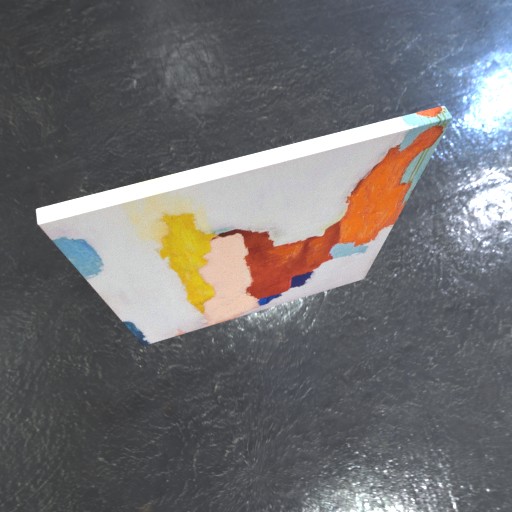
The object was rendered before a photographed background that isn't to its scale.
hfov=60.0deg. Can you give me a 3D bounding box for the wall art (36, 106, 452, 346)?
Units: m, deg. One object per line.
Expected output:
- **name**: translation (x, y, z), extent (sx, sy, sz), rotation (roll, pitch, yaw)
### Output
- **wall art**: translation (0.000, 0.000, 1.500), extent (1.017, 1.017, 0.044), rotation (-16, 65, -8)
